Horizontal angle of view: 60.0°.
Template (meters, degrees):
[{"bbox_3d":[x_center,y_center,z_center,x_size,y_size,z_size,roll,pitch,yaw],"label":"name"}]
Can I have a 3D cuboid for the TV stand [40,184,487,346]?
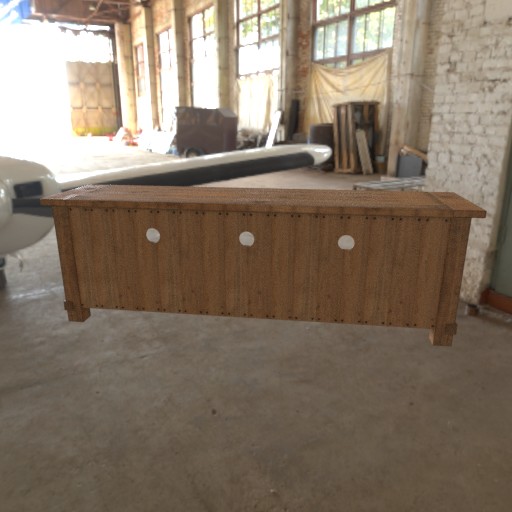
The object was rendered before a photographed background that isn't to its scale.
[{"bbox_3d":[0.000,0.000,2.071,1.804,0.573,0.453,2,18,8],"label":"TV stand"}]
